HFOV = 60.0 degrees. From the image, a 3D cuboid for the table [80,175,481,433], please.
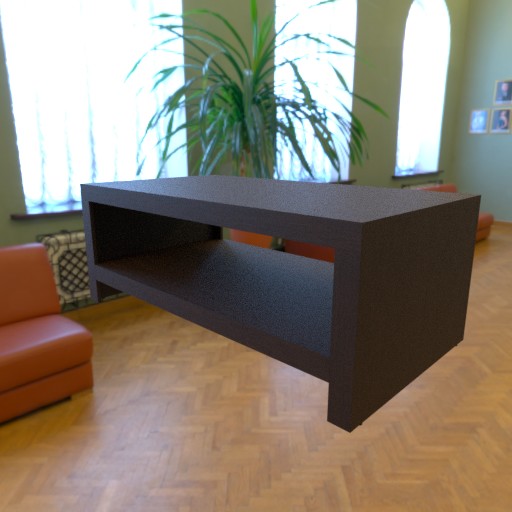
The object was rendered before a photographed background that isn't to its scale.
[{"bbox_3d":[0.000,0.000,1.400,1.099,0.424,0.597,14,20,43],"label":"table"}]
